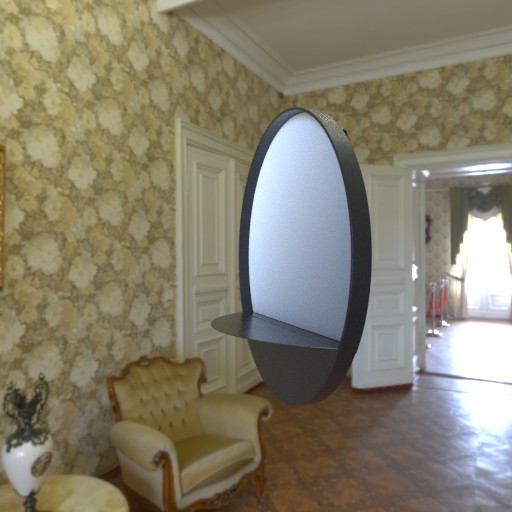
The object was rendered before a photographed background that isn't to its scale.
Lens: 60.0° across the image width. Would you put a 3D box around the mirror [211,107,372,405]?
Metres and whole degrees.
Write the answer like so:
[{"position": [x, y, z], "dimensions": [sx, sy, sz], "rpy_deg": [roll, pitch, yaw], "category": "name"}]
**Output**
[{"position": [0.000, 0.000, 0.700], "dimensions": [0.133, 0.457, 0.457], "rpy_deg": [0, -1, -18], "category": "mirror"}]
